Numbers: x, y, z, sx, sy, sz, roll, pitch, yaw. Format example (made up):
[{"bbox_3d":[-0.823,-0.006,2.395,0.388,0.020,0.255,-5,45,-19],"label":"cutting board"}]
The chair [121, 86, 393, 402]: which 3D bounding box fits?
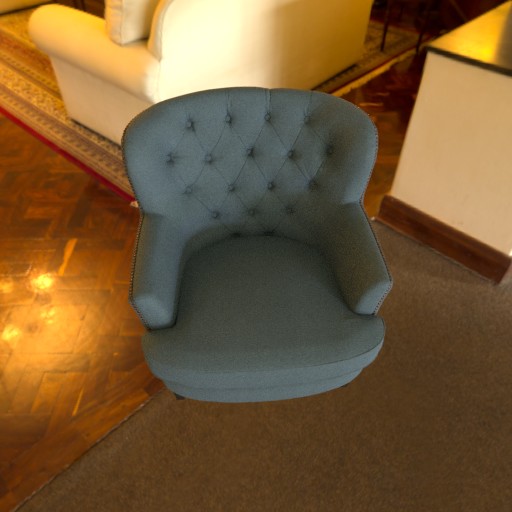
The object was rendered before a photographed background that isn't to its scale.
[{"bbox_3d":[0.000,0.000,1.596,0.848,0.868,0.906,-3,46,-3],"label":"chair"}]
